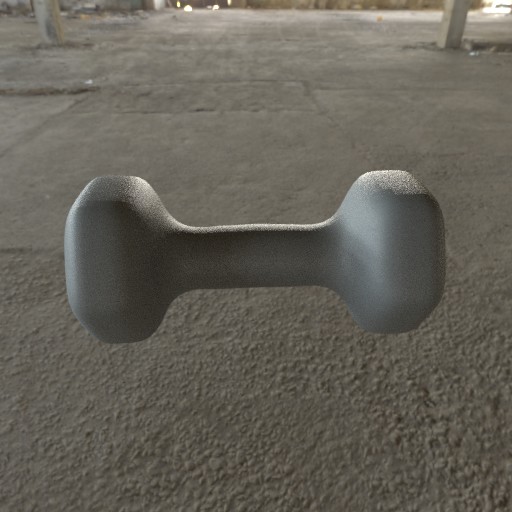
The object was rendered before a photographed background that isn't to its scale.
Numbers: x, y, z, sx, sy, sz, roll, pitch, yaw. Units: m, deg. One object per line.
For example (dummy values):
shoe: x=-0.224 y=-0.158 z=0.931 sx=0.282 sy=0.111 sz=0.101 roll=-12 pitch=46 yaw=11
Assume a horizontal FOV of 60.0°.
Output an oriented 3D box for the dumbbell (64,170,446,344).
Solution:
dumbbell: x=0.000 y=0.000 z=0.236 sx=0.184 sy=0.081 sz=0.090 roll=-1 pitch=31 yaw=-2
